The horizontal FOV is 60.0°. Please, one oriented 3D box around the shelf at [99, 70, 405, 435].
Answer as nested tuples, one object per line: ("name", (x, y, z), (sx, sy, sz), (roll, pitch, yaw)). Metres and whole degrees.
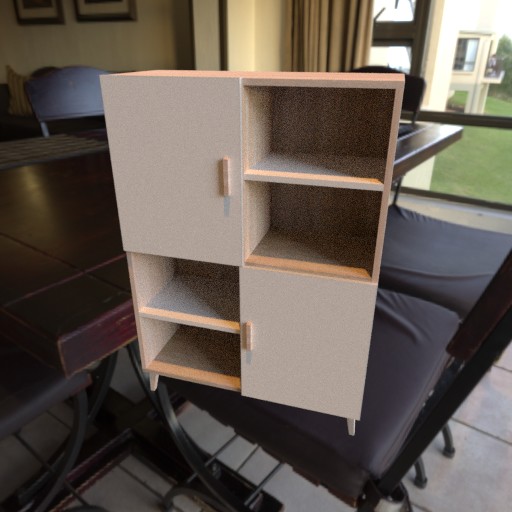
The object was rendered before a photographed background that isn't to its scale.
("shelf", (0.000, 0.000, 1.850), (0.995, 1.405, 0.434), (7, 26, 15))
